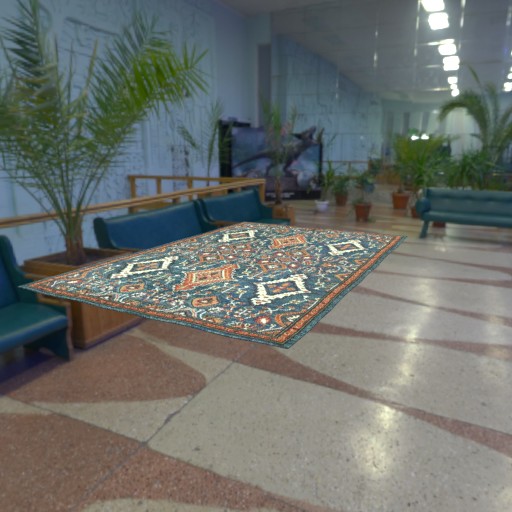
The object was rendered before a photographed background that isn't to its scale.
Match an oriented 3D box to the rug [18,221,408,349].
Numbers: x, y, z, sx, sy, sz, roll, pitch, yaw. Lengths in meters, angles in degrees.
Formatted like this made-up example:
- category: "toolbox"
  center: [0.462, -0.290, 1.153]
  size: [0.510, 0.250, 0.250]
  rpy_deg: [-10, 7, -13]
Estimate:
- category: "rug"
  center: [0.000, 0.000, 4.168]
  size: [2.190, 0.008, 3.371]
  rpy_deg: [7, 15, 27]
